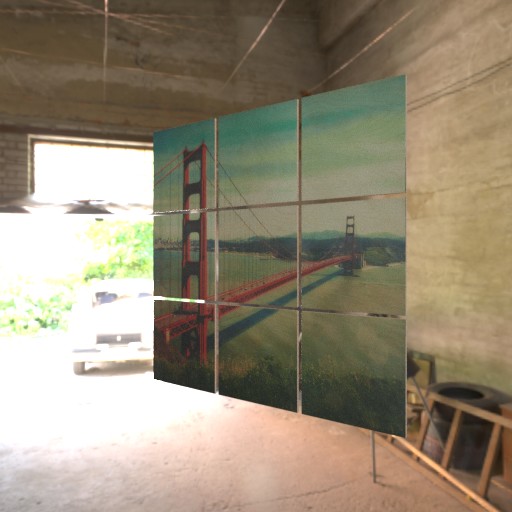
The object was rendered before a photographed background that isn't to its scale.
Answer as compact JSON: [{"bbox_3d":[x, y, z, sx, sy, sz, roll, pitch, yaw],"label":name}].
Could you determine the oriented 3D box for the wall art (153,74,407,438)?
[{"bbox_3d":[0.000,0.000,2.273,1.519,1.507,0.014,0,0,35],"label":"wall art"}]
